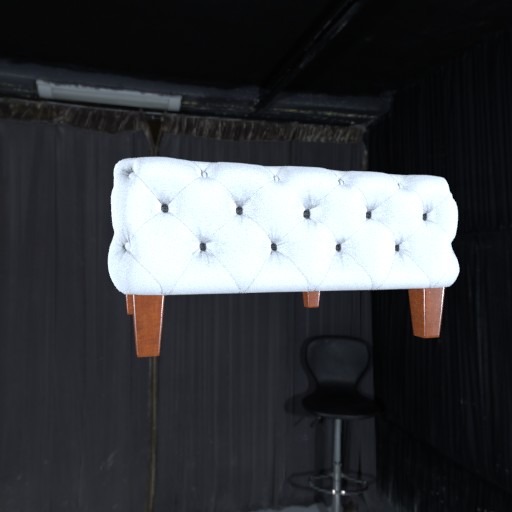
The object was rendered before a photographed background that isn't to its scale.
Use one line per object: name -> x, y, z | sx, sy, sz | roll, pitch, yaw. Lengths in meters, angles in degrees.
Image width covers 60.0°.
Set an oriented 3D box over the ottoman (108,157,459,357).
ottoman -> 0.000, 0.000, 1.208 | 0.758, 0.365, 0.764 | 0, 0, -18
